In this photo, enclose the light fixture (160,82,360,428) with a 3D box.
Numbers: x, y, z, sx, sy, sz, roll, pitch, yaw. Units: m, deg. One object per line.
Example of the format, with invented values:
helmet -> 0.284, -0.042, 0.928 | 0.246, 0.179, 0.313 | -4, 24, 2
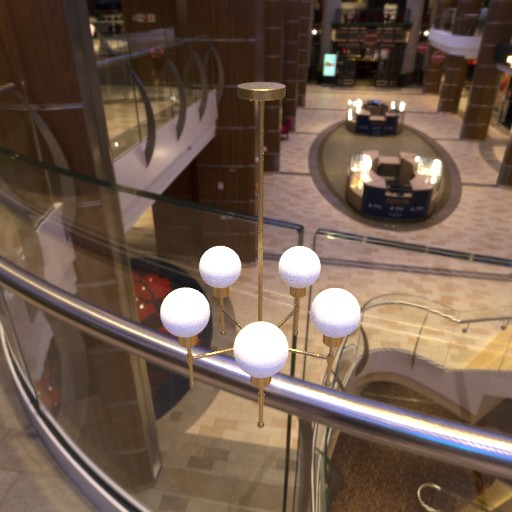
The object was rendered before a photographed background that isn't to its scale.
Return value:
light fixture -> 0.000, 0.000, 1.826 | 0.815, 1.331, 0.785 | -20, 35, -31
